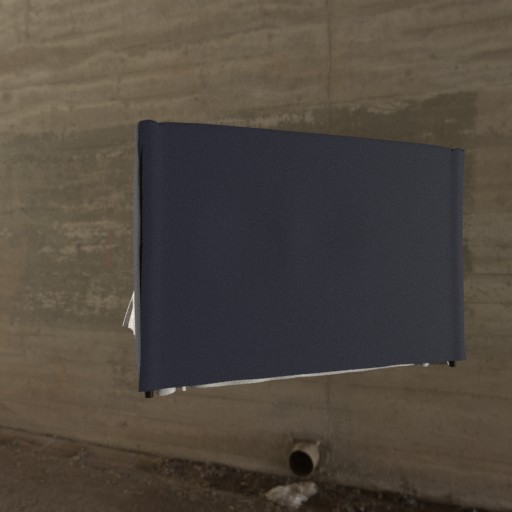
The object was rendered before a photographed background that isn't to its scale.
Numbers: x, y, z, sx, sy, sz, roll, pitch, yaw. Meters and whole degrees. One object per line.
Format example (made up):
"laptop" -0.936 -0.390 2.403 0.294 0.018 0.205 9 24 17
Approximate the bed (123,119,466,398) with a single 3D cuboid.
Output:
"bed" 0.000 0.000 3.422 1.925 1.332 2.276 0 1 -18
